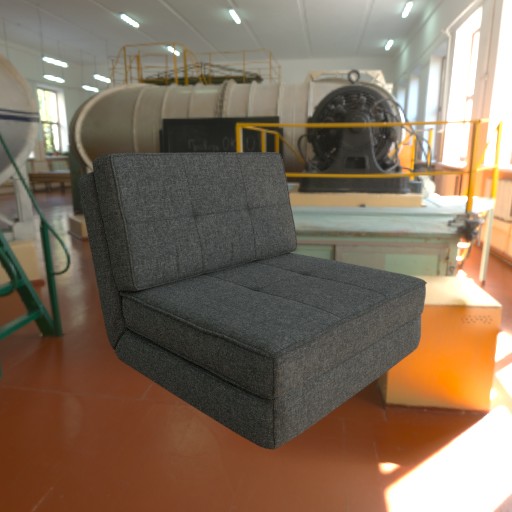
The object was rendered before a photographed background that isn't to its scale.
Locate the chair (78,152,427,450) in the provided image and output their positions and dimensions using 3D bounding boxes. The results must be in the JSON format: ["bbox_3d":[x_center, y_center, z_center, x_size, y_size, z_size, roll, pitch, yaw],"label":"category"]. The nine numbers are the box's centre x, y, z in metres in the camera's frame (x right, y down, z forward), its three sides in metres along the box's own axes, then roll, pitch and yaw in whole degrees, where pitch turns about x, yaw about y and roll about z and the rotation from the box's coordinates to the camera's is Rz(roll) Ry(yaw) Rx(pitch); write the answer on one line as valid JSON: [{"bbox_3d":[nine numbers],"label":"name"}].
[{"bbox_3d":[0.000,0.000,1.356,0.800,0.615,0.740,13,18,42],"label":"chair"}]
